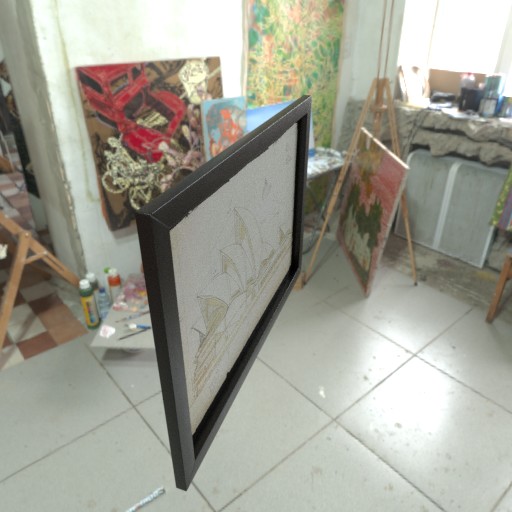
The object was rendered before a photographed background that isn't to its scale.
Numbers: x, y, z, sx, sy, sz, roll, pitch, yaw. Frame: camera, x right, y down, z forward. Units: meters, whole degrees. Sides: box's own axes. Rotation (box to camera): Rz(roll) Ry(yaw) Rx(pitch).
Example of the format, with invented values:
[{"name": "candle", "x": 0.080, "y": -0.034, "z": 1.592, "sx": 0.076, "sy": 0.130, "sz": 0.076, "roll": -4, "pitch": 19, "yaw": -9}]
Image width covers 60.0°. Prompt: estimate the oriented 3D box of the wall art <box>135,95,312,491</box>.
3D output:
[{"name": "wall art", "x": 0.000, "y": 0.000, "z": 0.550, "sx": 0.013, "sy": 0.306, "sz": 0.440, "roll": 10, "pitch": 32, "yaw": 17}]
